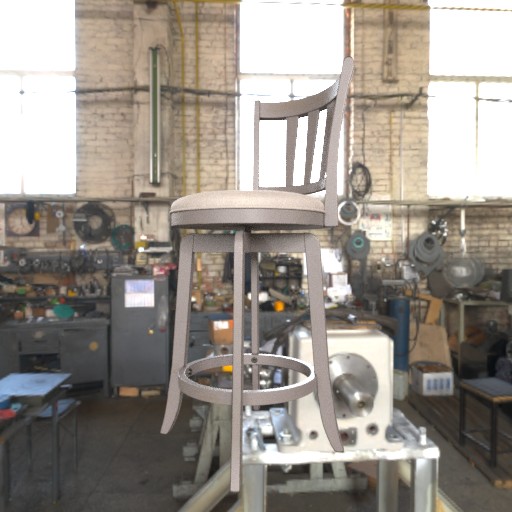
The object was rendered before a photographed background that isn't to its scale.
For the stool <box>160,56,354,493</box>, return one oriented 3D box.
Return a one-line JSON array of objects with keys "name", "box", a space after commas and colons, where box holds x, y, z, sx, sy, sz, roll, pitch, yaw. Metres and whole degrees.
[{"name": "stool", "box": [0.000, 0.000, 1.228, 0.475, 1.023, 0.436, -1, 1, -36]}]
